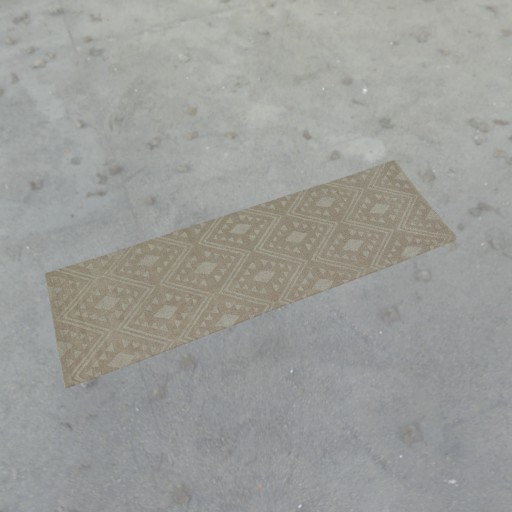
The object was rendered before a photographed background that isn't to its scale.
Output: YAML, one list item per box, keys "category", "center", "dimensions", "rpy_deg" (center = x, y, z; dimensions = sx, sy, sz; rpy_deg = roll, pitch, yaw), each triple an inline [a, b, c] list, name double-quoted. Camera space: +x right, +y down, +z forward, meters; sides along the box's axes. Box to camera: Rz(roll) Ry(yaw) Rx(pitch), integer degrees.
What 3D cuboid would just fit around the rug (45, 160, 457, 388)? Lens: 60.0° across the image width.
- category: "rug"
  center: [0.000, 0.000, 2.734]
  dimensions: [2.452, 0.051, 0.752]
  rpy_deg: [-19, 59, -12]
